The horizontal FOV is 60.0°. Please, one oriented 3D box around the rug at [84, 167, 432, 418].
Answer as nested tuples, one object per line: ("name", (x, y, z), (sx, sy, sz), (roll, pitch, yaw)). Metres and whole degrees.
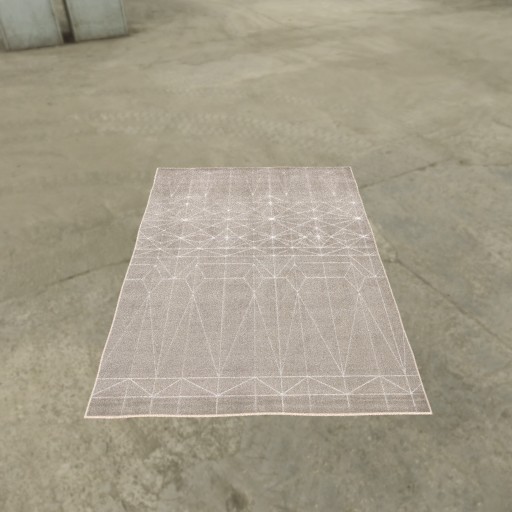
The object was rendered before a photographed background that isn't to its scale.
("rug", (0.000, 0.000, 4.345), (2.449, 0.019, 3.357), (0, 42, -1))
